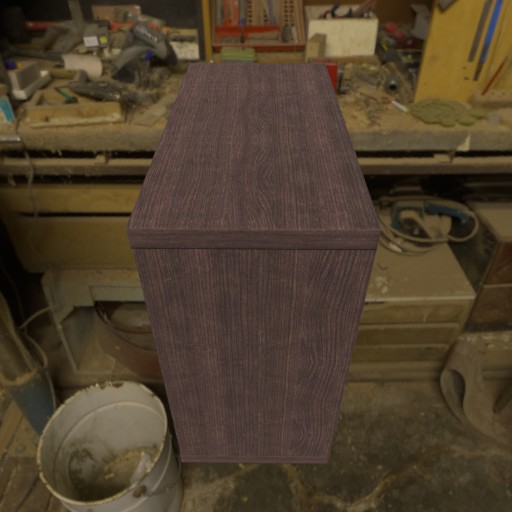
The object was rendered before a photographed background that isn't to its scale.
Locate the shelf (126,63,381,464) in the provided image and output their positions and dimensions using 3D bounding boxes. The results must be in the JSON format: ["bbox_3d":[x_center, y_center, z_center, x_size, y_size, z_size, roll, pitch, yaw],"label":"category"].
[{"bbox_3d":[0.000,0.000,1.232,0.390,0.786,0.790,0,41,0],"label":"shelf"}]
